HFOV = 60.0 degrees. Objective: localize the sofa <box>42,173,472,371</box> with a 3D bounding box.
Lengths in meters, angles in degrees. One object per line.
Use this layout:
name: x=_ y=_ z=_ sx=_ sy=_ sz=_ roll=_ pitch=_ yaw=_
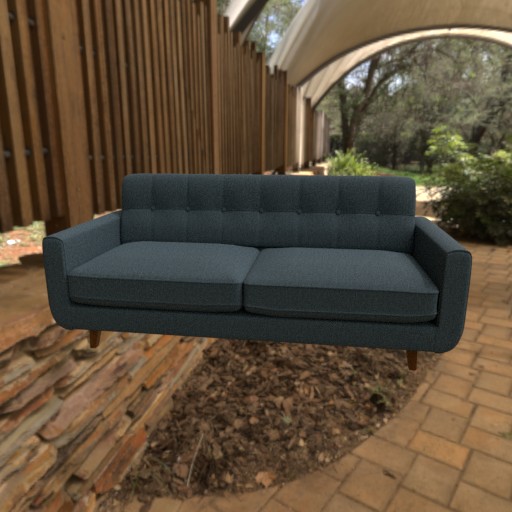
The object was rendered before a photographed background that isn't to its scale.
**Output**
sofa: x=0.000 y=0.000 z=2.551 sx=2.055 sy=0.884 sz=0.942 roll=2 pitch=15 yaw=8
